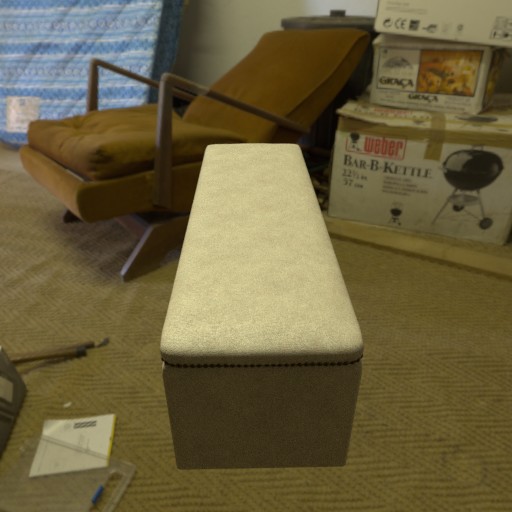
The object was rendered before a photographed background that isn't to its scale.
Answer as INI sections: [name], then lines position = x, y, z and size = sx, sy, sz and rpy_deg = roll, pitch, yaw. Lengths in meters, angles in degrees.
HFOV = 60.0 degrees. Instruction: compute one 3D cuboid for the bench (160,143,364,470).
[bench]
position = 0.000, 0.000, 1.700
size = 0.470, 0.447, 1.482
rpy_deg = -1, 32, -1
